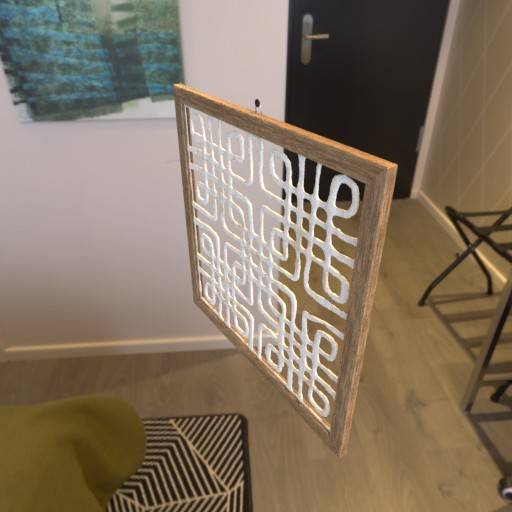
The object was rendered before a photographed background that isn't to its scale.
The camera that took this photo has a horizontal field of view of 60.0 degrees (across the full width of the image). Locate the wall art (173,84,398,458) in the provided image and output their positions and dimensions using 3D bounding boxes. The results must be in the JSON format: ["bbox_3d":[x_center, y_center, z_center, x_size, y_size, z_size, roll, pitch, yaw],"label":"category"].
[{"bbox_3d":[0.000,0.000,0.855,0.021,0.582,0.561,-21,38,-29],"label":"wall art"}]
